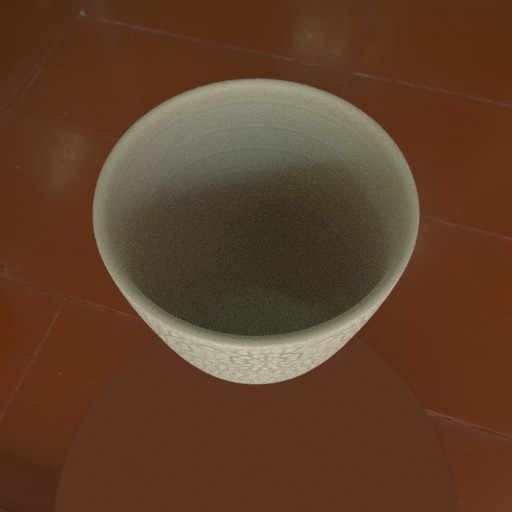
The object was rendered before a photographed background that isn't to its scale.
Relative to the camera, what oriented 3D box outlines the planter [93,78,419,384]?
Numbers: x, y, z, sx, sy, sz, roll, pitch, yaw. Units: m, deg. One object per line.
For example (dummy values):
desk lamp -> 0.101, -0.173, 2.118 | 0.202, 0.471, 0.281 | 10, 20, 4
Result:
planter -> 0.000, 0.000, 0.217 | 0.124, 0.109, 0.124 | 0, 62, 0
